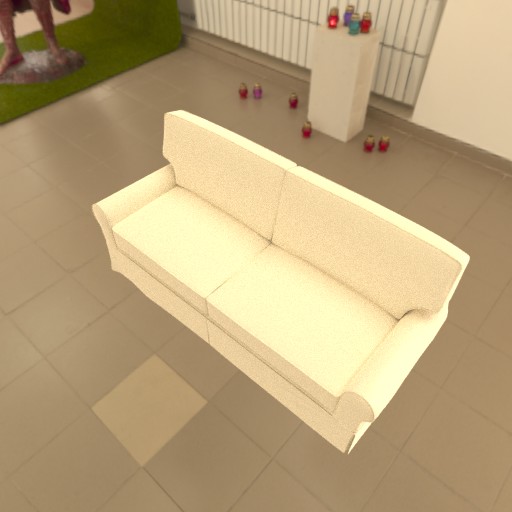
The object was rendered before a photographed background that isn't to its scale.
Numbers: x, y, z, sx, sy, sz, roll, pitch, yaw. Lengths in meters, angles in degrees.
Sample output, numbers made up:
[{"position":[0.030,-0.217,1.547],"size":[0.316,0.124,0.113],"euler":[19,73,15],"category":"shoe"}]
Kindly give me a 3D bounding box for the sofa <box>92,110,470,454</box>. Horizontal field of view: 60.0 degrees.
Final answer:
[{"position":[0.000,0.000,2.531],"size":[2.021,0.937,0.862],"euler":[33,55,27],"category":"sofa"}]
